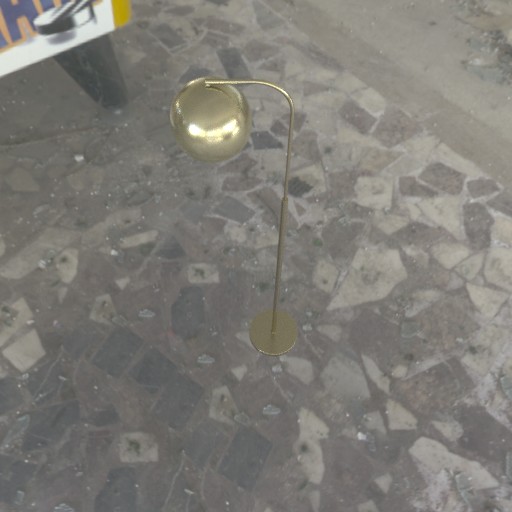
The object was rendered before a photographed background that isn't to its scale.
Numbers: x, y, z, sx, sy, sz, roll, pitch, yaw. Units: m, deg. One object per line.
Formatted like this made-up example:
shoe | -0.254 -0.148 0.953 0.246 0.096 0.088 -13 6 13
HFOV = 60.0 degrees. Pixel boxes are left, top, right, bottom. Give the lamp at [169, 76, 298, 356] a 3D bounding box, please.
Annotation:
lamp | 0.000 0.000 1.659 0.431 1.526 0.250 0 58 0
